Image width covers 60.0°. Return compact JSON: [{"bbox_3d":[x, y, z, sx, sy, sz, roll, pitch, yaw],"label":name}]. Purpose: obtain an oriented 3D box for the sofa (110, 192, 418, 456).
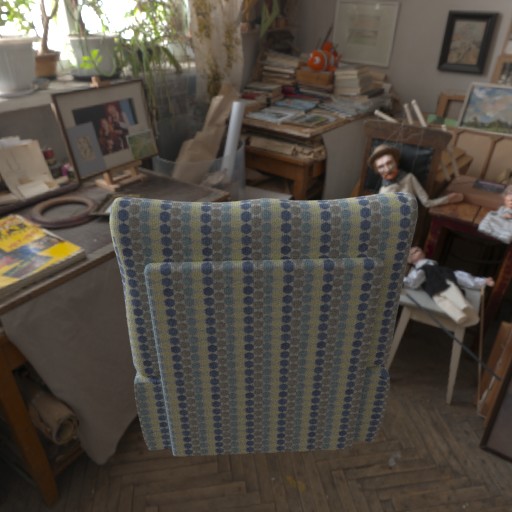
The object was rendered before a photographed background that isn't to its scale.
[{"bbox_3d":[0.000,0.000,1.537,0.700,0.820,1.000,-1,31,-2],"label":"sofa"}]
